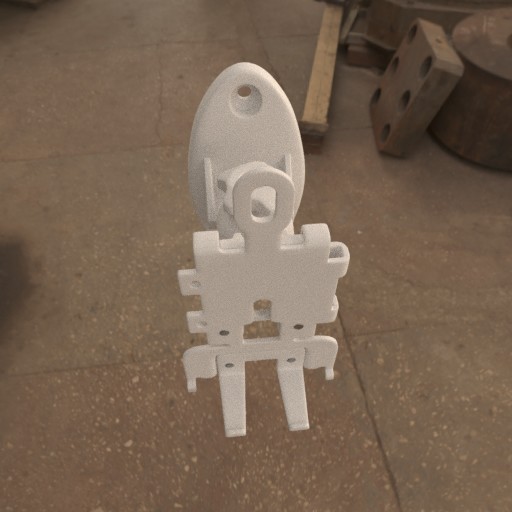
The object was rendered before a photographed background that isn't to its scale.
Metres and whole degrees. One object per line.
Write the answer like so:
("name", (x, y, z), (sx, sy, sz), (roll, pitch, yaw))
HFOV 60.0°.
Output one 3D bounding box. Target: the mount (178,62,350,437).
("mount", (0.000, 0.000, 0.174), (0.066, 0.118, 0.100), (-4, 49, -4))
